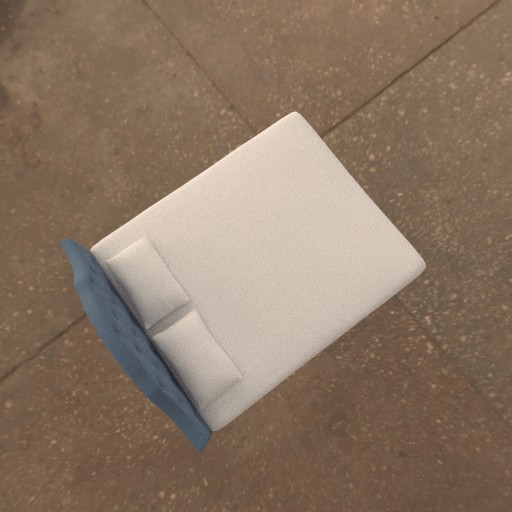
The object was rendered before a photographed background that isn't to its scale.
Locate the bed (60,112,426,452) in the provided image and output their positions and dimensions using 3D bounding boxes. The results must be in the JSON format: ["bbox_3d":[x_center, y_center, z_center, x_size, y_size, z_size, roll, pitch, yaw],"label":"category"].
[{"bbox_3d":[0.000,0.000,3.794,2.477,1.617,2.039,-36,79,-8],"label":"bed"}]
